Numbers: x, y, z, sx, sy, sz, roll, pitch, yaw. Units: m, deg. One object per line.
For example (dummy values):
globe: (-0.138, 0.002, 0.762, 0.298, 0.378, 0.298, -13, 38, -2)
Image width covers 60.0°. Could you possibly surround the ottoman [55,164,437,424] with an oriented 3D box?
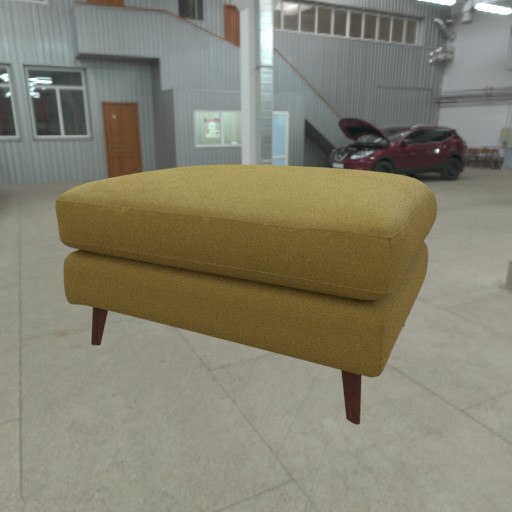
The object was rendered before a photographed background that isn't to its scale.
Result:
ottoman: (0.000, 0.000, 1.152, 0.811, 0.449, 0.608, 8, 18, 26)
